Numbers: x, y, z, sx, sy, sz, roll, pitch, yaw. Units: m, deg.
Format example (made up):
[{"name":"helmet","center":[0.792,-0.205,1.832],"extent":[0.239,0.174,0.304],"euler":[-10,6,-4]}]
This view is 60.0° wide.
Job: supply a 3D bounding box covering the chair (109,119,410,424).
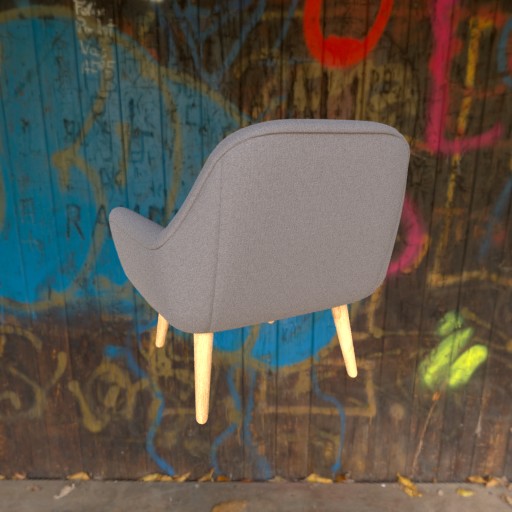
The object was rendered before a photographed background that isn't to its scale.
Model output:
[{"name":"chair","center":[0.000,0.000,1.398],"extent":[0.770,0.800,0.779],"euler":[-8,17,-27]}]
